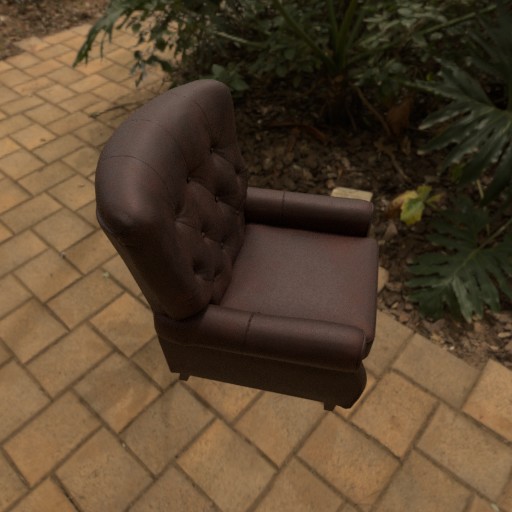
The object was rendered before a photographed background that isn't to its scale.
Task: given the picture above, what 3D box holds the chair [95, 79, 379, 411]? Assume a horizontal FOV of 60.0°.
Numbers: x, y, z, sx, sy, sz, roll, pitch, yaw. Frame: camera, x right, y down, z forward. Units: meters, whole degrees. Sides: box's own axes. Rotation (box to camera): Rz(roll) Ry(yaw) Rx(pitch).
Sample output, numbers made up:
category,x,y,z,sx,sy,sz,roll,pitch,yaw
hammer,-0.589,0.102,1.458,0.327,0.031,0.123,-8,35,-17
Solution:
category,x,y,z,sx,sy,sz,roll,pitch,yaw
chair,0.000,0.000,1.884,1.058,1.158,0.948,9,48,8
